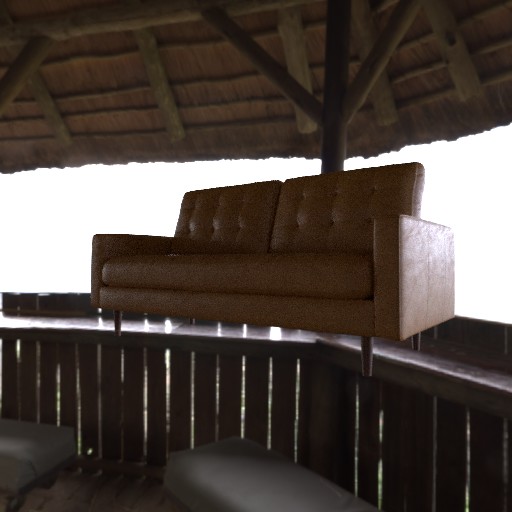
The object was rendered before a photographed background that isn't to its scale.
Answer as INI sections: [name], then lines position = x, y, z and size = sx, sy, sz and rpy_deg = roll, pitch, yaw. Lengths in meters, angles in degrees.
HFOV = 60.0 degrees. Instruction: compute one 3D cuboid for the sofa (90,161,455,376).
[sofa]
position = 0.000, 0.000, 2.334
size = 1.821, 0.898, 0.850
rpy_deg = -1, -1, 36
